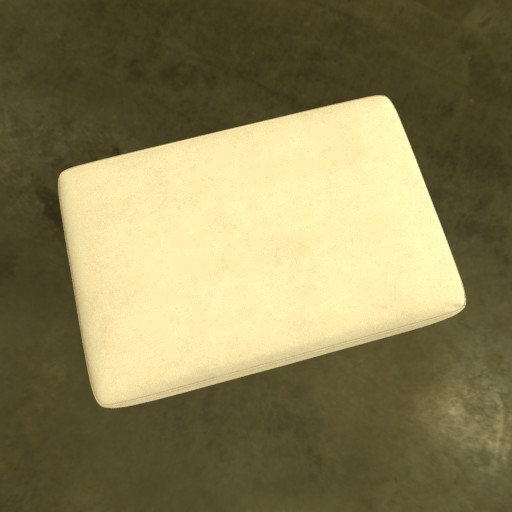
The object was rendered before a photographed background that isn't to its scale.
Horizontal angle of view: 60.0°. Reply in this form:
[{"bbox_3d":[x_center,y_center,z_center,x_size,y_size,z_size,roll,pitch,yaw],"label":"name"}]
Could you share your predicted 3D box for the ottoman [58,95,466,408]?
[{"bbox_3d":[0.000,0.000,1.189,0.864,0.483,0.584,-14,76,-4],"label":"ottoman"}]
